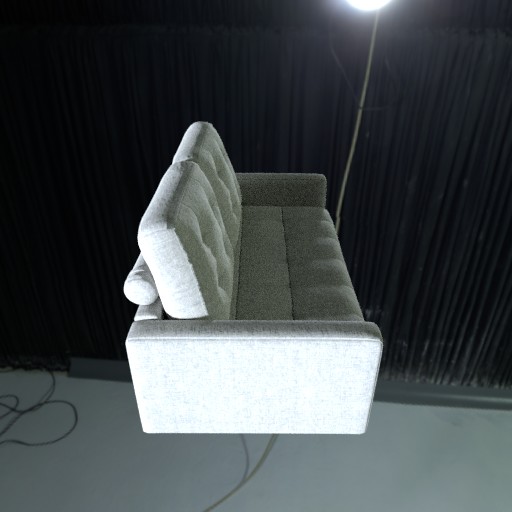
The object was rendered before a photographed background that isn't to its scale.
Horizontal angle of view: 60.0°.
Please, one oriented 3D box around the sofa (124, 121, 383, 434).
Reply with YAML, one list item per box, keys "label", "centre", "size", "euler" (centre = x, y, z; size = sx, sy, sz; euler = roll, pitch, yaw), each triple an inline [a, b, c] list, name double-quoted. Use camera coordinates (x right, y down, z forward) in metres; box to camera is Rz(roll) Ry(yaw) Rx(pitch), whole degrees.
- label: "sofa"
  centre: [0.000, 0.000, 1.980]
  size: [0.842, 0.907, 1.407]
  euler: [0, 31, 0]
